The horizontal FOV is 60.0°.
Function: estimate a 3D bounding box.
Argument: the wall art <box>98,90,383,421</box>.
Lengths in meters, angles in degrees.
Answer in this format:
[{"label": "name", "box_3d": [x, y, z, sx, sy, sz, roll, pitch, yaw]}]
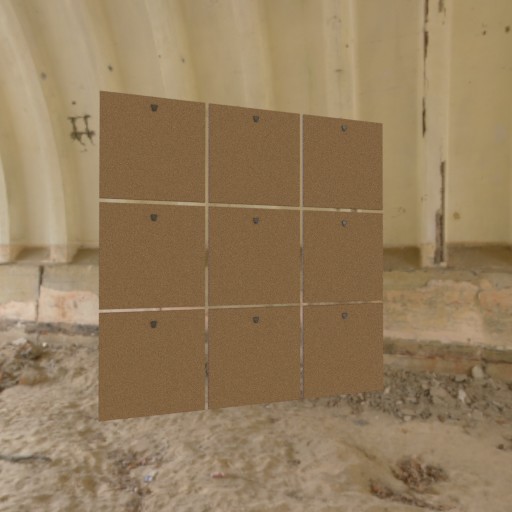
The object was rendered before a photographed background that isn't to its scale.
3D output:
[{"label": "wall art", "box_3d": [0.000, 0.000, 1.829, 1.221, 1.218, 0.019, 0, -1, -19]}]
